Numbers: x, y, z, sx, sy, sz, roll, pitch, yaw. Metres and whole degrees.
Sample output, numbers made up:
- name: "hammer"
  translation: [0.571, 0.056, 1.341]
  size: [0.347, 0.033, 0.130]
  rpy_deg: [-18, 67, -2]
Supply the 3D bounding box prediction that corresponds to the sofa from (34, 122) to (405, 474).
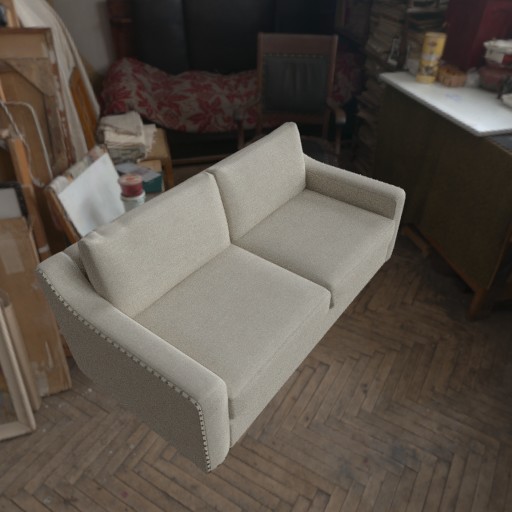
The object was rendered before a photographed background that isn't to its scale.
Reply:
- name: "sofa"
  translation: [0.000, 0.000, 2.723]
  size: [1.104, 0.983, 2.107]
  rpy_deg: [25, 45, 28]
